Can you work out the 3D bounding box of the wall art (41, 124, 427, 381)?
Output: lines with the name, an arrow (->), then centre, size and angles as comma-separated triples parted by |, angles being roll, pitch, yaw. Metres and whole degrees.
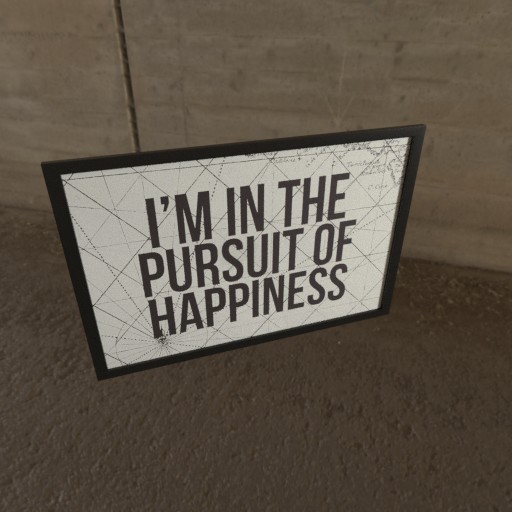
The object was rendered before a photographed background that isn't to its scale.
wall art -> 0.000, 0.000, 1.054 | 0.819, 0.552, 0.015 | -10, 33, -16
